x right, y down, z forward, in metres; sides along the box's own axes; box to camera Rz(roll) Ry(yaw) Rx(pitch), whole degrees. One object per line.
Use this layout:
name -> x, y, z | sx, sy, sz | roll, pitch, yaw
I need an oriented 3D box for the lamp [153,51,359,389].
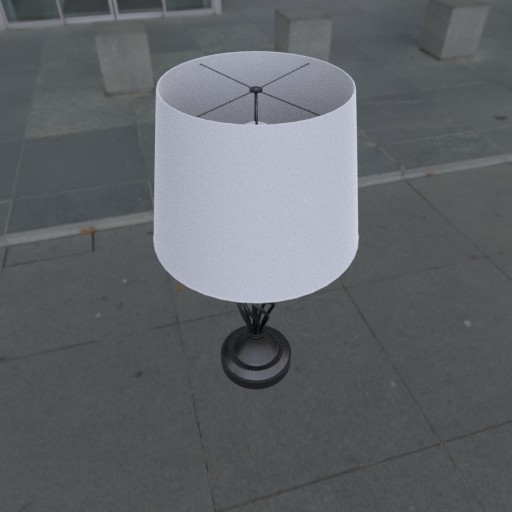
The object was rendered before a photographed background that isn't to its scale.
lamp -> 0.000, 0.000, 0.764 | 0.331, 0.594, 0.331 | 0, 41, 0
